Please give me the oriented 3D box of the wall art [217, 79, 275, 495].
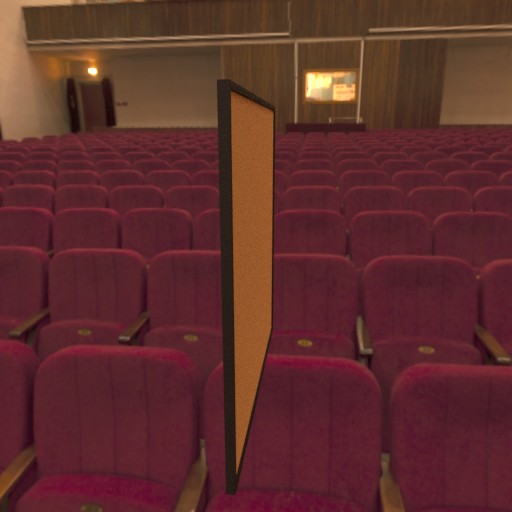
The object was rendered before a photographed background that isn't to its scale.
[{"bbox_3d":[0.000,0.000,0.679,0.013,0.457,0.458,2,16,7],"label":"wall art"}]
